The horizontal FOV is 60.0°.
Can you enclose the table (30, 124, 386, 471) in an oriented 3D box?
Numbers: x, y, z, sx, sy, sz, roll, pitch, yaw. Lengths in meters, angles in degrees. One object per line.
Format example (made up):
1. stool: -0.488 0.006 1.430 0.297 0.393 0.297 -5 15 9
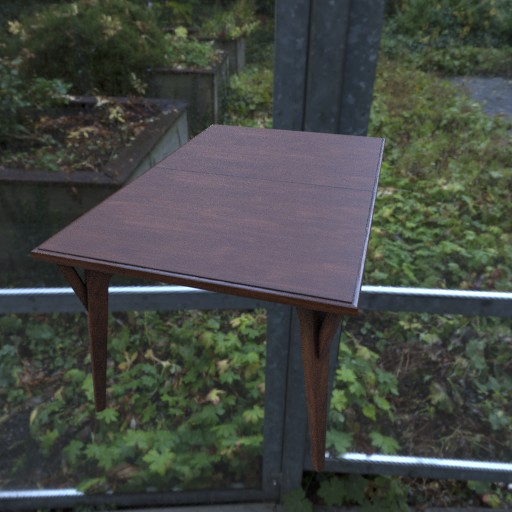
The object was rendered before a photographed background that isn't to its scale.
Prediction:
1. table: 0.000 0.000 2.054 0.990 0.761 1.524 9 32 14
